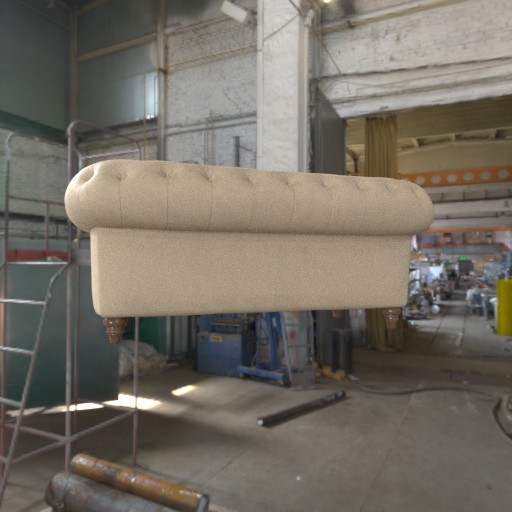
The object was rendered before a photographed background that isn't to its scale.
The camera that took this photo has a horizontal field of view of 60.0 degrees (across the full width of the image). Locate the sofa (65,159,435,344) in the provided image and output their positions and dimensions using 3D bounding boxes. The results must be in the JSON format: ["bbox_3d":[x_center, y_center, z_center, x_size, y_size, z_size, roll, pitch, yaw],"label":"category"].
[{"bbox_3d":[0.000,0.000,2.478,1.988,0.835,1.069,0,-1,-19],"label":"sofa"}]
